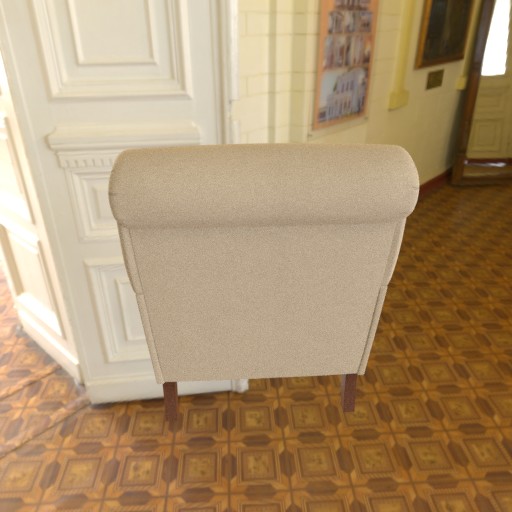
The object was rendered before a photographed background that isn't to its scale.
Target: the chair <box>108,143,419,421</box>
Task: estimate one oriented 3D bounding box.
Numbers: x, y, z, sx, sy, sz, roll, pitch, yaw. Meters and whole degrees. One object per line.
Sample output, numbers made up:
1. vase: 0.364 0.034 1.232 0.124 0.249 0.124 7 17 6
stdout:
1. chair: 0.000 0.000 1.564 0.766 0.942 0.842 -2 28 -3
